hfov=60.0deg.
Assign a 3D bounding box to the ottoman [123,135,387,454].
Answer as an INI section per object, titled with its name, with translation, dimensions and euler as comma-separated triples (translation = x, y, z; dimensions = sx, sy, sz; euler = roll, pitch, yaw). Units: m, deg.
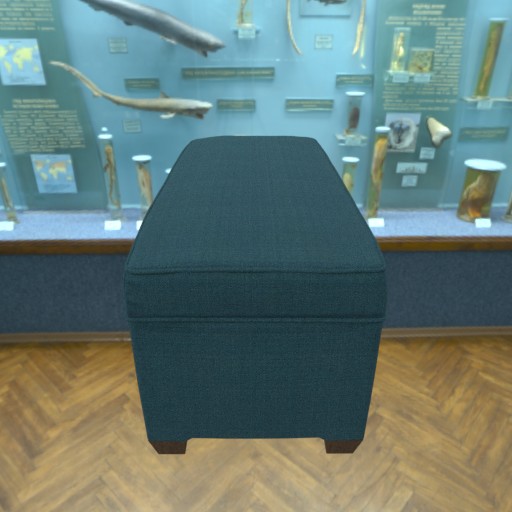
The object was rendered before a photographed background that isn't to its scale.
[ottoman]
translation = 0.000, 0.000, 1.212
dimensions = 0.474, 0.474, 0.943
euler = 0, 28, 0
